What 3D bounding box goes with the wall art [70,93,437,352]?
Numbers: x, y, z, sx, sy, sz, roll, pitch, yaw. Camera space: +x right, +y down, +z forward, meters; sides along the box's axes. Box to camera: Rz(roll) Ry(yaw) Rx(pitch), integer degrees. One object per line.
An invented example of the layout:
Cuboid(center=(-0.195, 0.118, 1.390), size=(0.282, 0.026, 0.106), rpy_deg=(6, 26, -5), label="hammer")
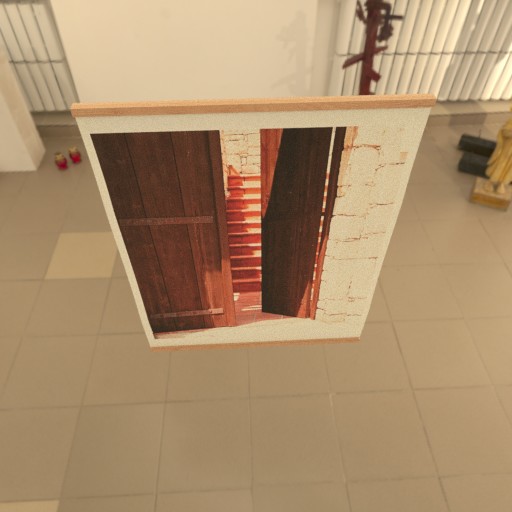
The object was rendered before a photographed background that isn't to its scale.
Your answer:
Cuboid(center=(0.000, 0.000, 0.680), size=(0.406, 0.508, 0.013), rpy_deg=(-2, 47, -2), label="wall art")
